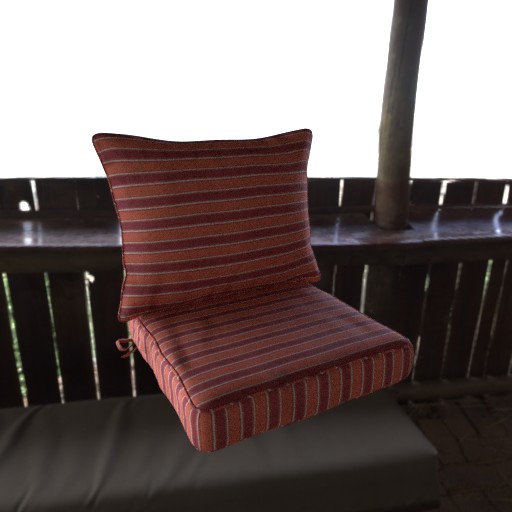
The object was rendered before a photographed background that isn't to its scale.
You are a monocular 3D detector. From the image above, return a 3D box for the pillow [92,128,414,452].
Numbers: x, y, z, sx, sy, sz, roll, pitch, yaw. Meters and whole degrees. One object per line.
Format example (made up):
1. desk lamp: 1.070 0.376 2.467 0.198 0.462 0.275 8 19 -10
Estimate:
1. pillow: 0.000 0.000 1.359 0.799 0.723 0.733 -10 21 -27
